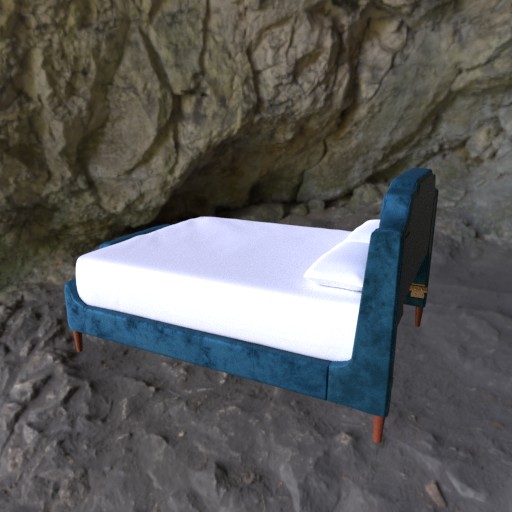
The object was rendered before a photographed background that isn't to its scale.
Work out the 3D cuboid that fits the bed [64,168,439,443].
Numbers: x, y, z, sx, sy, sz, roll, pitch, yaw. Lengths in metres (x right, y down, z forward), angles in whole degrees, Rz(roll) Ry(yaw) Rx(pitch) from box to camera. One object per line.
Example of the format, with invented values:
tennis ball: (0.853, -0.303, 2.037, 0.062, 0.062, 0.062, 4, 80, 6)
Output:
bed: (0.000, 0.000, 3.322, 2.322, 1.338, 1.678, 8, 18, 25)
